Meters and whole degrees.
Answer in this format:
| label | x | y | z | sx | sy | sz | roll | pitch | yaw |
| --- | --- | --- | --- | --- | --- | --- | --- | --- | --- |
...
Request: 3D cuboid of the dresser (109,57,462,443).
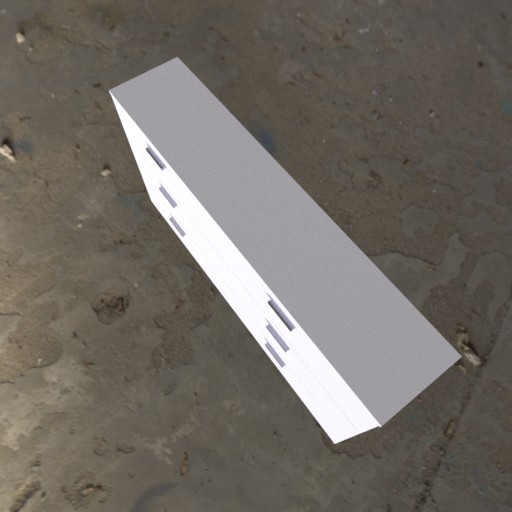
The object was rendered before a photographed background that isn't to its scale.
| label | x | y | z | sx | sy | sz | roll | pitch | yaw |
| --- | --- | --- | --- | --- | --- | --- | --- | --- | --- |
| dresser | 0.000 | 0.000 | 1.855 | 0.333 | 0.790 | 1.535 | -34 | 68 | -15 |
